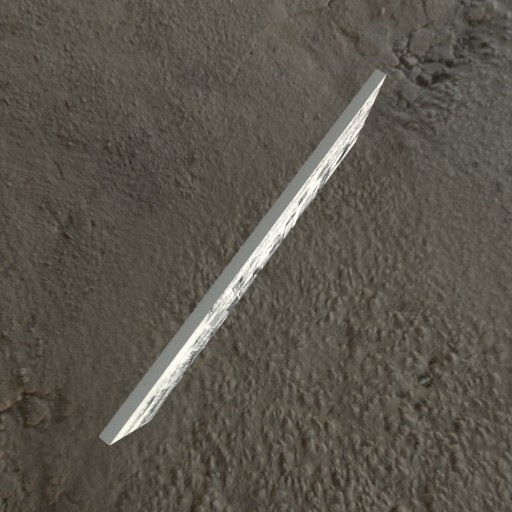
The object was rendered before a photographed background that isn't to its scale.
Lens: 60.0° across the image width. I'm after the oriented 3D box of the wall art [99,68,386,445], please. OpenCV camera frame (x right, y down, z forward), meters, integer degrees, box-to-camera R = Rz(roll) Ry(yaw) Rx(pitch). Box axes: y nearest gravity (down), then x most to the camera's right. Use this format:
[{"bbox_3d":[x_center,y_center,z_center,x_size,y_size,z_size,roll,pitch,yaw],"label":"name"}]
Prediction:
[{"bbox_3d":[0.000,0.000,1.686,0.044,0.507,1.520,35,80,7],"label":"wall art"}]
